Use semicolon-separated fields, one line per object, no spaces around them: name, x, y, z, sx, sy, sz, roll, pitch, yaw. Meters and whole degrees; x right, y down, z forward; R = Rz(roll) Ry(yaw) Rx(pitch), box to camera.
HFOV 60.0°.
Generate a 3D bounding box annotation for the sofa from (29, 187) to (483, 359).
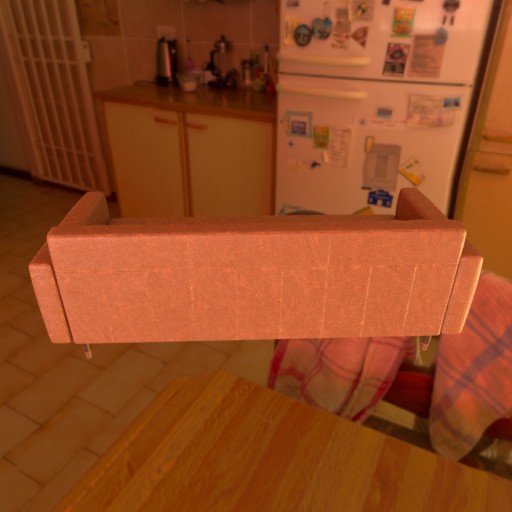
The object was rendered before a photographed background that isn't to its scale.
sofa;0.000;0.000;2.691;2.291;0.821;0.990;-1;30;-2
